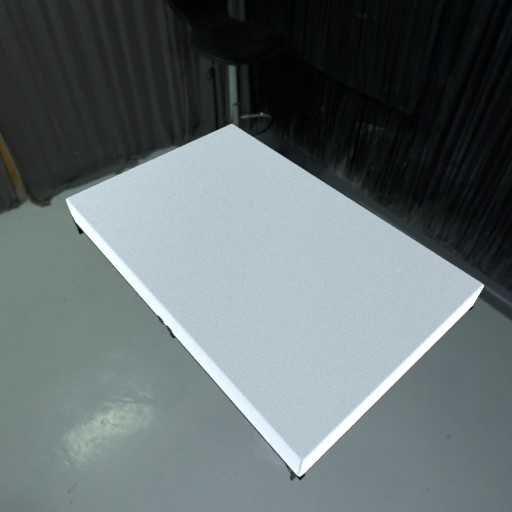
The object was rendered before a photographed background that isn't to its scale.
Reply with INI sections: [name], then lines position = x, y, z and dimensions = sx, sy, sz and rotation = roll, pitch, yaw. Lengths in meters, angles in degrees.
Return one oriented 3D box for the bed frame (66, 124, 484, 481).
[bed frame]
position = 0.000, 0.000, 3.769
dimensions = 1.930, 0.440, 2.987
rotation = -33, 55, -26
